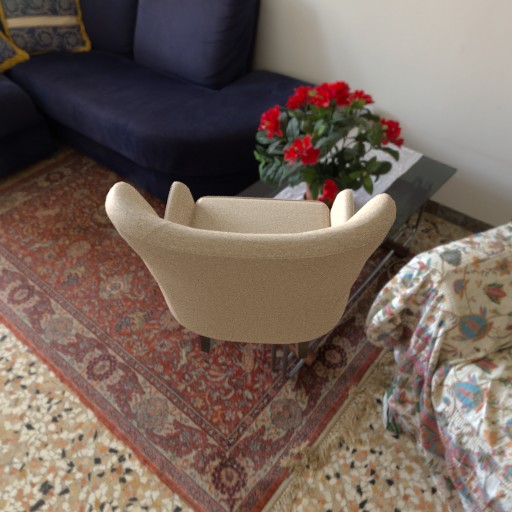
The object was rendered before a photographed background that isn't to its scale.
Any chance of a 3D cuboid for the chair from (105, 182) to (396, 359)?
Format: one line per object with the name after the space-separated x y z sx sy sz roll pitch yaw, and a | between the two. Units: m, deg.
0.000 0.000 1.836 0.861 1.064 0.984 3 45 3 | chair
